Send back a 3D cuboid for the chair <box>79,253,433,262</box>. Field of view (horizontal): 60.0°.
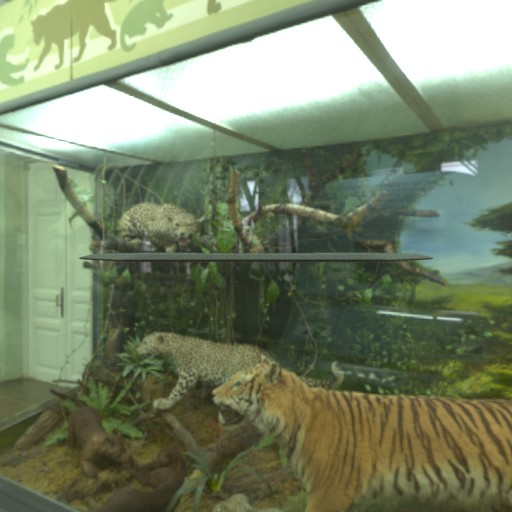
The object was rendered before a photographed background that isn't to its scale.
[{"bbox_3d":[0.000,0.000,1.924,1.372,0.024,1.219,0,1,0],"label":"chair"}]
